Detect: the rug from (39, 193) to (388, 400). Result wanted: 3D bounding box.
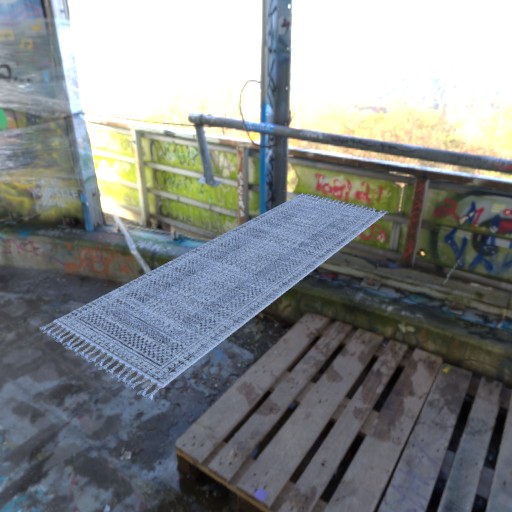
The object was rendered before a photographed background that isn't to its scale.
[{"bbox_3d":[0.000,0.000,2.791,0.786,0.013,2.480,18,32,32],"label":"rug"}]
